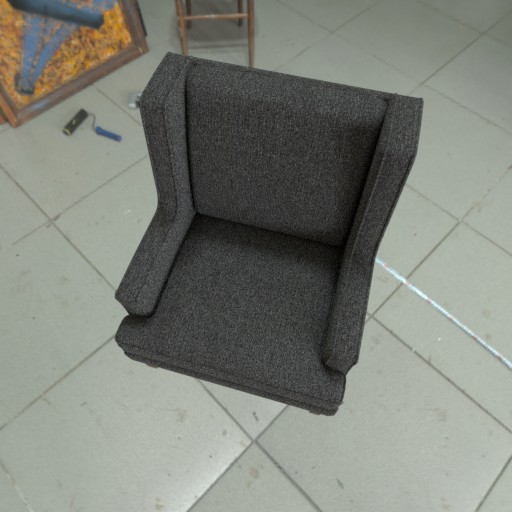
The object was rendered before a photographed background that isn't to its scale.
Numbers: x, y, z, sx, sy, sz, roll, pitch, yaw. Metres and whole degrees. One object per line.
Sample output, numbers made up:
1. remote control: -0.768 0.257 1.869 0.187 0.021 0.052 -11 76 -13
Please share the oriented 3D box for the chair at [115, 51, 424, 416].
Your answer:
1. chair: 0.000 0.000 1.800 0.942 1.082 0.927 14 61 8
